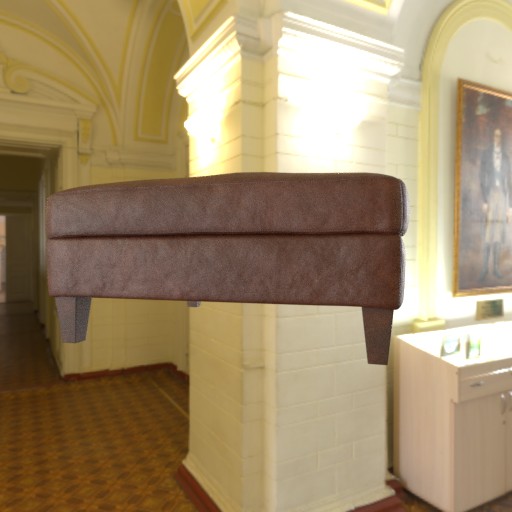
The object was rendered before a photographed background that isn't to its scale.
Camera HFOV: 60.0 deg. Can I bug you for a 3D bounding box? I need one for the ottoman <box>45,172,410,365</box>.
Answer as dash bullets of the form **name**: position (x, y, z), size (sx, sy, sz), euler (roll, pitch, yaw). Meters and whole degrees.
- **ottoman**: position (0.000, 0.000, 1.326), size (0.844, 0.415, 0.836), euler (0, 1, 16)
